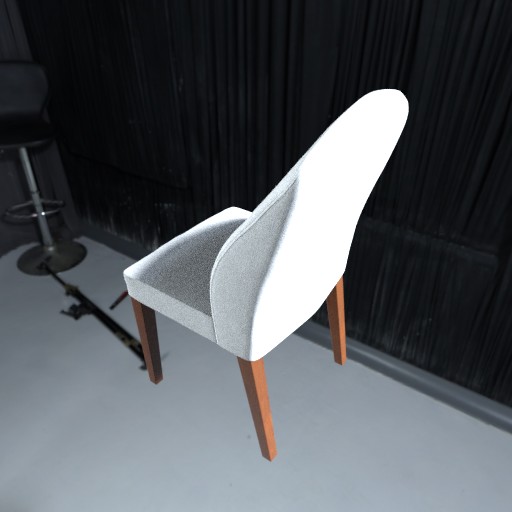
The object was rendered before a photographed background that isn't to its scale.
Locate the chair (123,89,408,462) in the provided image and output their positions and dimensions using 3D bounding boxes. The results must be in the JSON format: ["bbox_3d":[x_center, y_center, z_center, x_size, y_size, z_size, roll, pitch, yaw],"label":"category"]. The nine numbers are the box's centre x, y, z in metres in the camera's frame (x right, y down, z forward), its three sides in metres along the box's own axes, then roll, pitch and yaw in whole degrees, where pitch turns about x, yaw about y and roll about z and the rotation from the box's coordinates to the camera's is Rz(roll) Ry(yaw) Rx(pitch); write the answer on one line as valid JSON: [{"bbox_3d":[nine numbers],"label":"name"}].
[{"bbox_3d":[0.000,0.000,1.162,0.540,0.893,0.472,21,39,29],"label":"chair"}]
